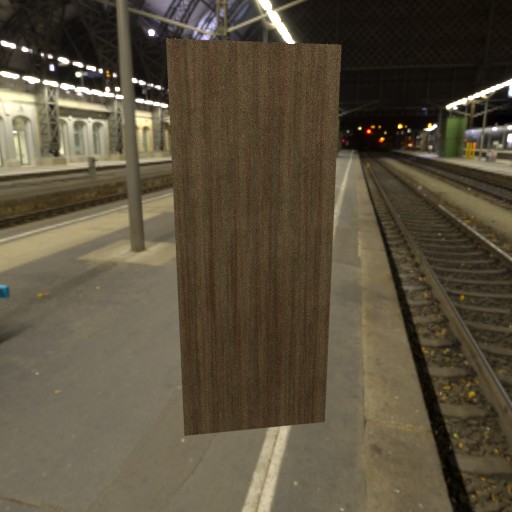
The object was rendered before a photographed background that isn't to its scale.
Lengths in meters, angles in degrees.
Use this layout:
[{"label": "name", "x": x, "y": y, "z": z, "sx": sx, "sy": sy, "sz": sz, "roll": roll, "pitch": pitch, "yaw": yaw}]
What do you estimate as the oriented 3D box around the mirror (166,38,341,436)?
[{"label": "mirror", "x": 0.000, "y": 0.000, "z": 2.294, "sx": 0.812, "sy": 2.032, "sz": 0.025, "roll": -2, "pitch": 14, "yaw": -9}]
